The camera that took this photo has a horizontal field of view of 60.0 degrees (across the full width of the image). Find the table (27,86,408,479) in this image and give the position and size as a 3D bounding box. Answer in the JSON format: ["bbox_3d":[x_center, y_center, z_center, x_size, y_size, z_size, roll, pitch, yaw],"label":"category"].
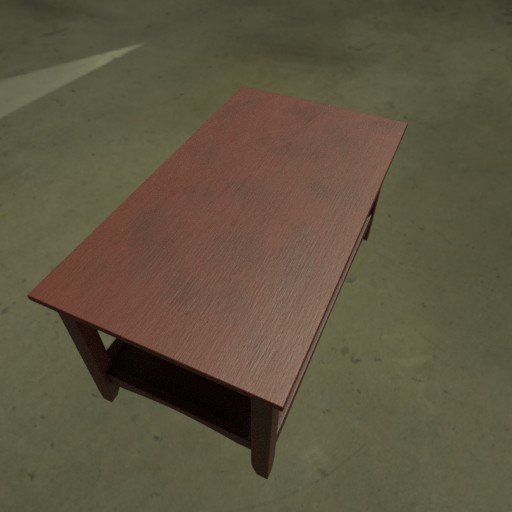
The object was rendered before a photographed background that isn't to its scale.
[{"bbox_3d":[0.000,0.000,1.230,0.533,0.456,0.943,19,50,17],"label":"table"}]
